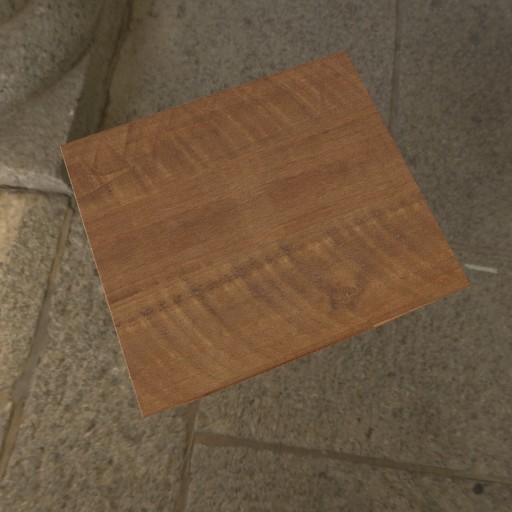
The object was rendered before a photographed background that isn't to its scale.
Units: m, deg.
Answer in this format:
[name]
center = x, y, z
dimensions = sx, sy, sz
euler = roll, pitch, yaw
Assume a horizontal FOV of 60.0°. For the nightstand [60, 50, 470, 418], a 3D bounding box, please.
[nightstand]
center = 0.000, 0.000, 0.899
dimensions = 0.493, 0.491, 0.436
euler = -21, 75, -6
